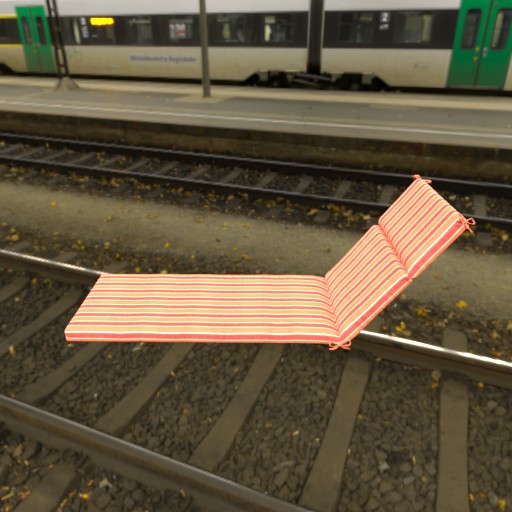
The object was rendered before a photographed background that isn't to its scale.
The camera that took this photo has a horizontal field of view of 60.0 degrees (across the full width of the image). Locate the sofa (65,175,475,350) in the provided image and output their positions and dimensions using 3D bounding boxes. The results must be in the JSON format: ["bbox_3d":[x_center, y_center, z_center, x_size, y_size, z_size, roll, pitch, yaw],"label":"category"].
[{"bbox_3d":[0.000,0.000,2.020,1.663,0.622,0.582,0,27,1],"label":"sofa"}]
